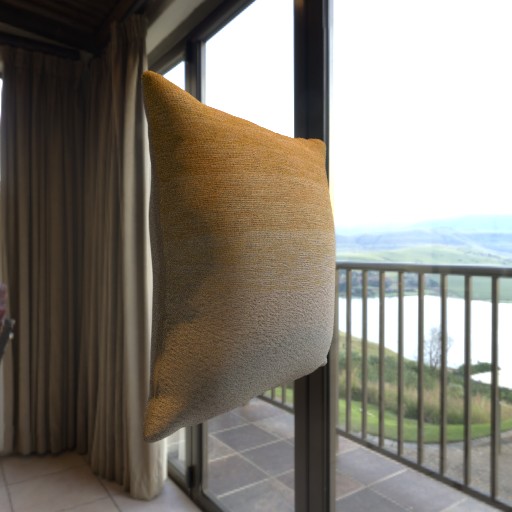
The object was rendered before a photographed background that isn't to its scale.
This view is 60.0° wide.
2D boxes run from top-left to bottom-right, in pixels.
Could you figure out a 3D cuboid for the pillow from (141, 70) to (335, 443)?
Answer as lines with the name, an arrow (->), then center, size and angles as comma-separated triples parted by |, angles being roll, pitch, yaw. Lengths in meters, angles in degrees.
pillow -> 0.000, 0.000, 0.710 | 0.211, 0.450, 0.450 | 1, 1, 37
